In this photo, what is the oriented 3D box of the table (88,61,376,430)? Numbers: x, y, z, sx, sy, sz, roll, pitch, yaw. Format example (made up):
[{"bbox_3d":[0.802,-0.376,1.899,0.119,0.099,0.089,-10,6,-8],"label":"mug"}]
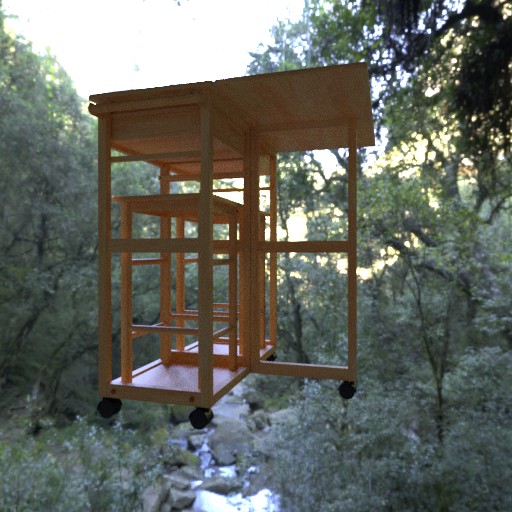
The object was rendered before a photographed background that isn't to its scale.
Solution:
[{"bbox_3d":[0.000,0.000,1.365,0.693,0.832,0.752,0,0,16],"label":"table"}]
